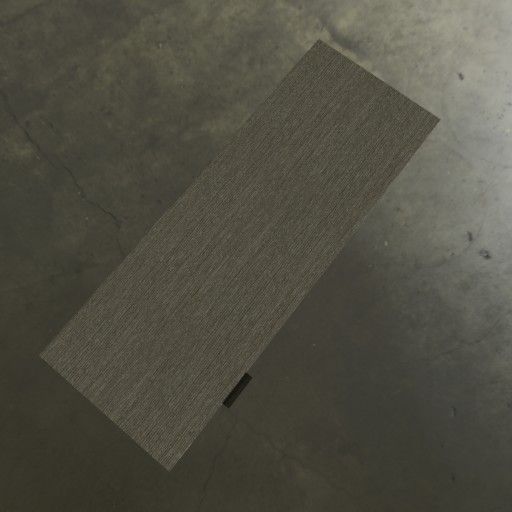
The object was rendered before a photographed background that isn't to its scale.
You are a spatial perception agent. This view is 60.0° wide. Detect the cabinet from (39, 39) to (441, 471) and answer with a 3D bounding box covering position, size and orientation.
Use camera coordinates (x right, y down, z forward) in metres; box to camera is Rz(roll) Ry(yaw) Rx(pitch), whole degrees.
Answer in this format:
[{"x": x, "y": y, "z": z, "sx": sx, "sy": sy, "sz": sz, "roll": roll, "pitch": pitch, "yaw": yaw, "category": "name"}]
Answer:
[{"x": 0.000, "y": 0.000, "z": 1.597, "sx": 0.500, "sy": 0.599, "sz": 1.300, "roll": 38, "pitch": 79, "yaw": 8, "category": "cabinet"}]
